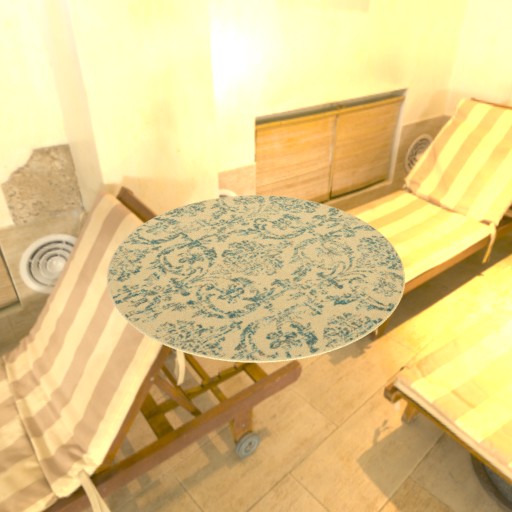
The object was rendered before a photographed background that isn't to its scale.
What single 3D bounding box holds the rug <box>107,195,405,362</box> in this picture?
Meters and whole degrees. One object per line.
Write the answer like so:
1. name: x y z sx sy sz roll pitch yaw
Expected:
1. rug: 0.000 0.000 2.458 1.593 0.012 1.593 0 32 0
